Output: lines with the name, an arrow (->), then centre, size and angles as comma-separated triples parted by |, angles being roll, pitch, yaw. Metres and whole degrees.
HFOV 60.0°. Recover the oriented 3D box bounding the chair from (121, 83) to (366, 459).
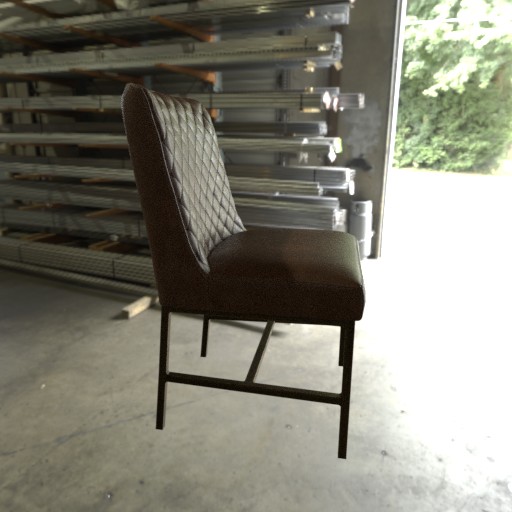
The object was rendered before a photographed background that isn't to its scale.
chair -> 0.000, 0.000, 1.254 | 0.587, 0.889, 0.508 | 3, 16, 10
